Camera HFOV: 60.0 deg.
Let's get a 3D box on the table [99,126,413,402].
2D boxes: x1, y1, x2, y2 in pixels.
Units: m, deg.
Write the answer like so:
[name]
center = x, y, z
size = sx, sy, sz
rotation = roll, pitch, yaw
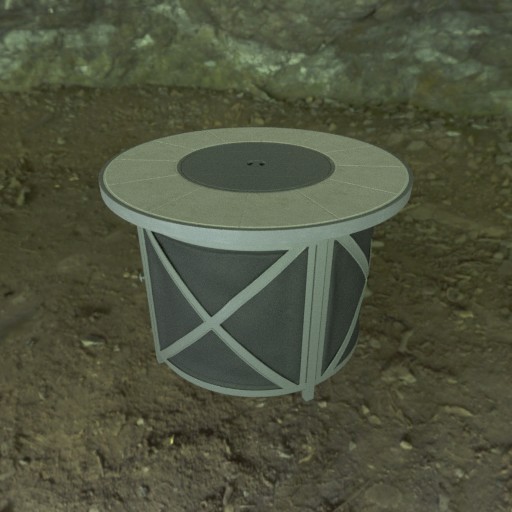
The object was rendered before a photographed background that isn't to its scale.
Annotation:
[table]
center = 0.000, 0.000, 1.509
size = 0.914, 0.650, 0.914
rotation = 0, 30, 0
